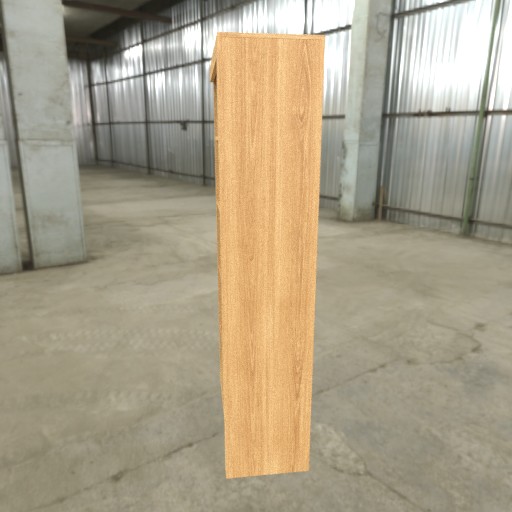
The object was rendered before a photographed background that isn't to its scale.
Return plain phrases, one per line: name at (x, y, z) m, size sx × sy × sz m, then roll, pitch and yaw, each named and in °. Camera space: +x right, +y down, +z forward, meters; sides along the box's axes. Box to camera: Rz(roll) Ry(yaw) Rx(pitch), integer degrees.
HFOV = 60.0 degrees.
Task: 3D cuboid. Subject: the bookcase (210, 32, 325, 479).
bookcase at (0.000, 0.000, 2.414) m, size 0.420 × 2.020 × 0.950 m, roll -2°, pitch 15°, yaw -7°
